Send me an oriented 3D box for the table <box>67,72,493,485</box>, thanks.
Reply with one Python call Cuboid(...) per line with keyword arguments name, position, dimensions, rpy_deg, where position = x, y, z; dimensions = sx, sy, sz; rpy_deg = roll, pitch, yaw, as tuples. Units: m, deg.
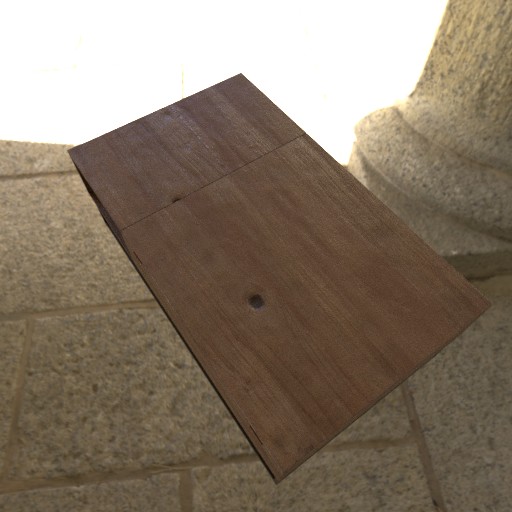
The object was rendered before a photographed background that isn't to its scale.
Cuboid(name="table", position=(0.000, 0.000, 1.396), dimensions=(0.655, 0.395, 1.101), rpy_deg=(-31, 64, -18))
